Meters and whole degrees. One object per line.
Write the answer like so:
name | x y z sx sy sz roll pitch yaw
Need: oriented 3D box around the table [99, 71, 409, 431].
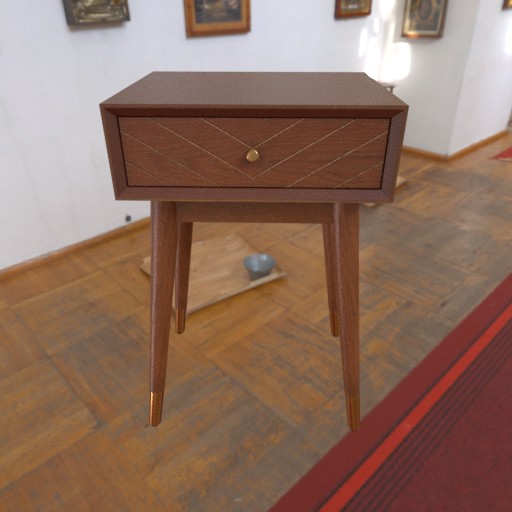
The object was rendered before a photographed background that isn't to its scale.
table | 0.000 0.000 0.823 0.406 0.599 0.300 1 30 1
